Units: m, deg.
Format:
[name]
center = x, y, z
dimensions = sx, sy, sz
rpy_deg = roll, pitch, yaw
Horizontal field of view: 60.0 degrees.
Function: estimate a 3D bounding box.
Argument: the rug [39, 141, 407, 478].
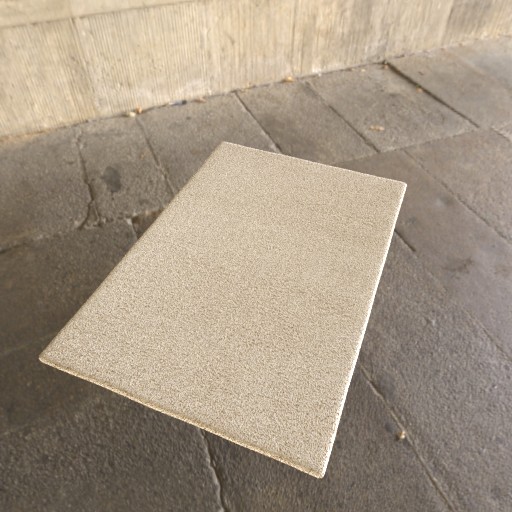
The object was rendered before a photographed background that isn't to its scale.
[rug]
center = 0.000, 0.000, 2.236
dimensions = 1.219, 0.030, 1.778
rpy_deg = 16, 48, 15
